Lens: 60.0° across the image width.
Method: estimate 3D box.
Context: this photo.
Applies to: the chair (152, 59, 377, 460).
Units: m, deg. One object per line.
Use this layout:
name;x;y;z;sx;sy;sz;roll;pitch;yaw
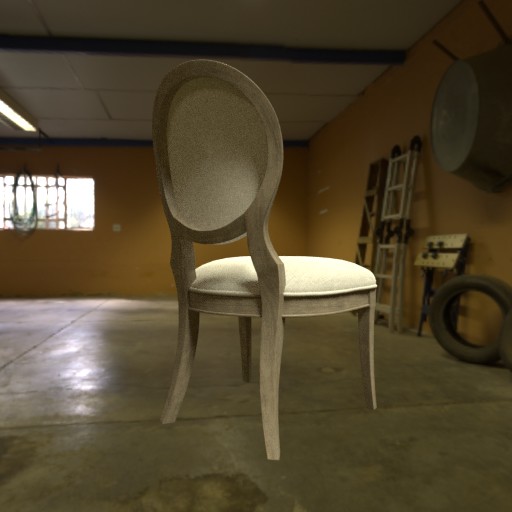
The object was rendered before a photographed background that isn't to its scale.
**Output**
chair;0.000;0.000;1.352;0.558;0.990;0.602;0;1;36
